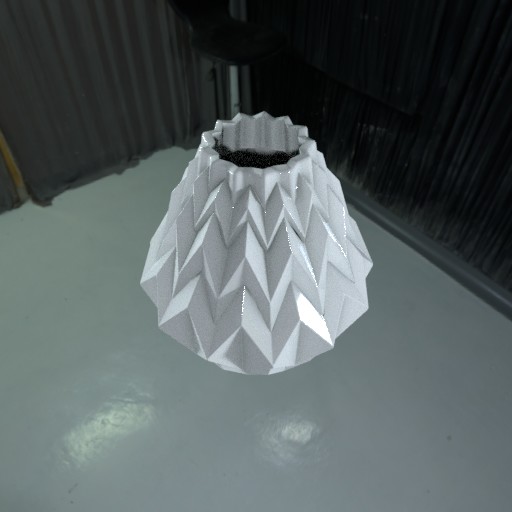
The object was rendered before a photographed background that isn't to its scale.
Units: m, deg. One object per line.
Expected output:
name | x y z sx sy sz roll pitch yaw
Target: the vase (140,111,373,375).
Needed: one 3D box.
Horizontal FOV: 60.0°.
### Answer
vase | 0.000 0.000 0.309 0.164 0.185 0.164 0 47 0
